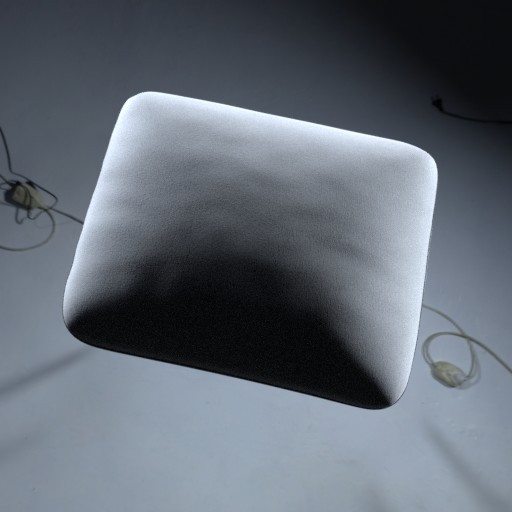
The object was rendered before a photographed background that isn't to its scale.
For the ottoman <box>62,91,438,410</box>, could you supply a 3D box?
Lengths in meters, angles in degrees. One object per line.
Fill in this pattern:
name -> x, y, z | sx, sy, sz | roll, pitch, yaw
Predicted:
ottoman -> 0.000, 0.000, 1.118 | 0.747, 0.478, 0.593 | 12, 77, 3
